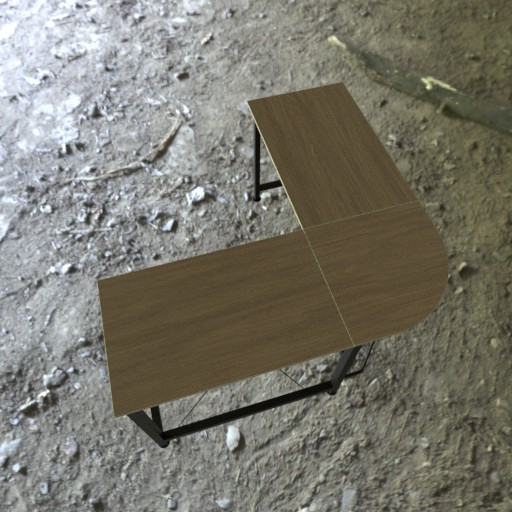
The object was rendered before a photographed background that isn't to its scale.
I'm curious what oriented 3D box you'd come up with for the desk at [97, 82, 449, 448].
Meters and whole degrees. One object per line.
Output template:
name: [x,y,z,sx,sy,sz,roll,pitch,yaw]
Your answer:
desk: [0.000,0.000,2.251,1.400,0.762,1.400,-14,59,-9]
